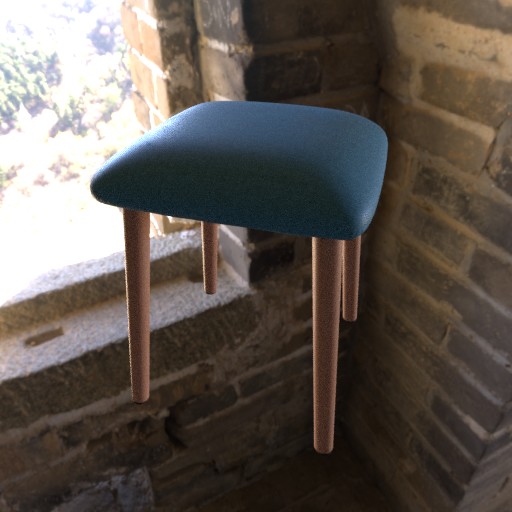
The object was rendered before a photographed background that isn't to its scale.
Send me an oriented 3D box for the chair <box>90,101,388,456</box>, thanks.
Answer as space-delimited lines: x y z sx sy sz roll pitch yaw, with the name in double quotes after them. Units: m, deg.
0.000 0.000 0.729 0.360 0.450 0.360 10 34 14 "chair"
